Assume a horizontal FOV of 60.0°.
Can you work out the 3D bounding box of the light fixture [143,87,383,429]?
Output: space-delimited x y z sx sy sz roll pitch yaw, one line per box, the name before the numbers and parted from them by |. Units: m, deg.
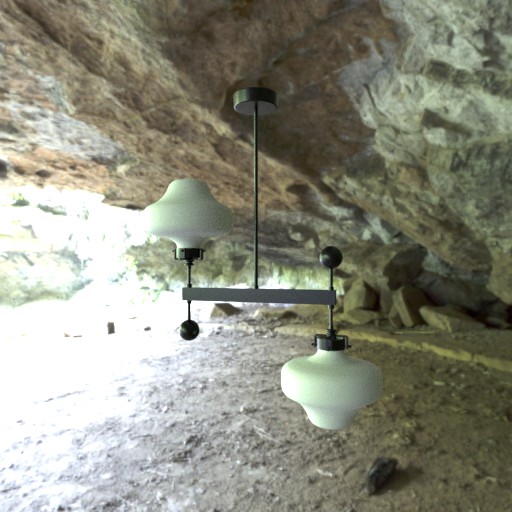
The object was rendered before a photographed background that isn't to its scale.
light fixture | 0.000 0.000 1.019 0.489 0.743 0.422 0 -1 -19
